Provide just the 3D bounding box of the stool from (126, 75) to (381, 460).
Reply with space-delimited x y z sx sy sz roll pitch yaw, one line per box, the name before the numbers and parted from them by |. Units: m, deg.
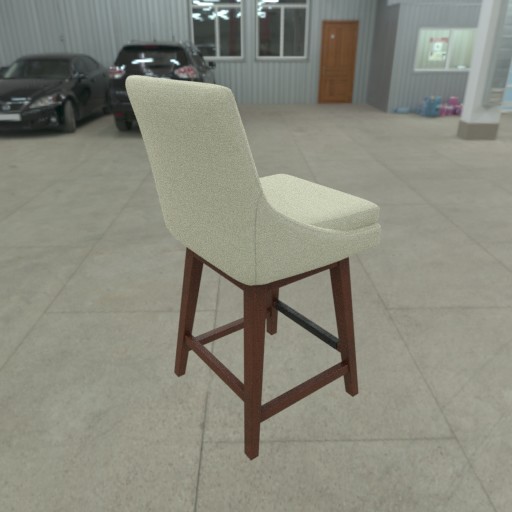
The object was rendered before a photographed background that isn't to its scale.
stool | 0.000 0.000 1.306 0.559 0.991 0.469 -18 31 -33
